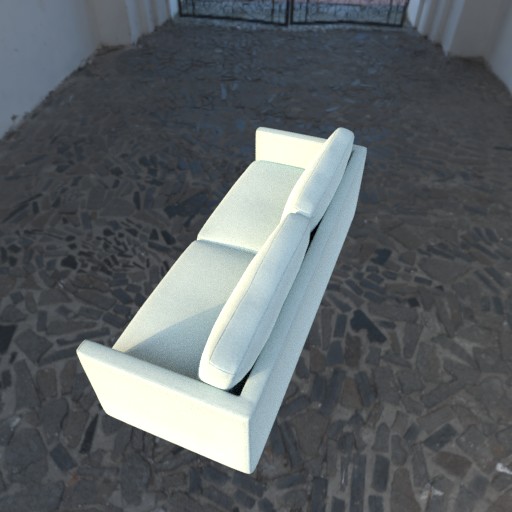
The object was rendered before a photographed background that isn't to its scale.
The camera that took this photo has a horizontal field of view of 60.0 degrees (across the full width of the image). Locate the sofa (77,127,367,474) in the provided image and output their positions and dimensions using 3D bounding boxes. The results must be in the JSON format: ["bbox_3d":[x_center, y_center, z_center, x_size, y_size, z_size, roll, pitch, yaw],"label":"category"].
[{"bbox_3d":[0.000,0.000,2.990,0.948,0.965,2.434,16,46,16],"label":"sofa"}]
